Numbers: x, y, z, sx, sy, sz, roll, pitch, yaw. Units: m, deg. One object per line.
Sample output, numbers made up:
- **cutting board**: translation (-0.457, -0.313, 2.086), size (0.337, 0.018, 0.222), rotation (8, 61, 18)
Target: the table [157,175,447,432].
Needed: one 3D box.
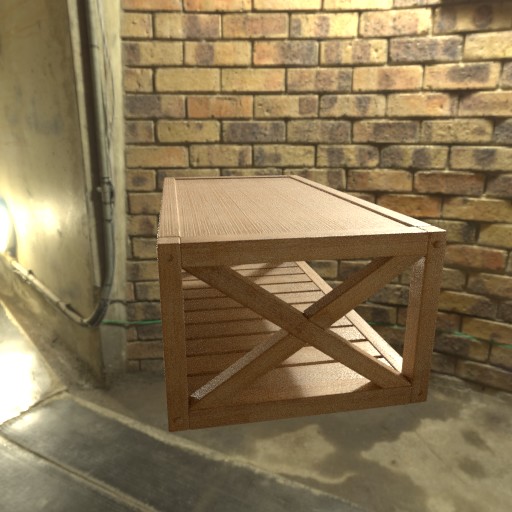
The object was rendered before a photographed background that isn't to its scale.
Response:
- **table**: translation (0.000, 0.000, 1.648), size (0.660, 0.457, 1.321), rotation (-3, 16, -10)
